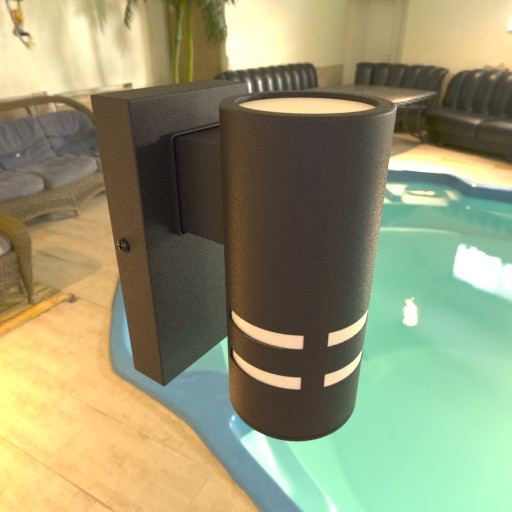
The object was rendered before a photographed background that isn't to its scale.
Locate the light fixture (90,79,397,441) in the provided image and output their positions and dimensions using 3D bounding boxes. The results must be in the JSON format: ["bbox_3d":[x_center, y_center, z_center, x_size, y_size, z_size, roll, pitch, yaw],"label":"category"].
[{"bbox_3d":[0.000,0.000,0.260,0.138,0.179,0.098,18,33,31],"label":"light fixture"}]
